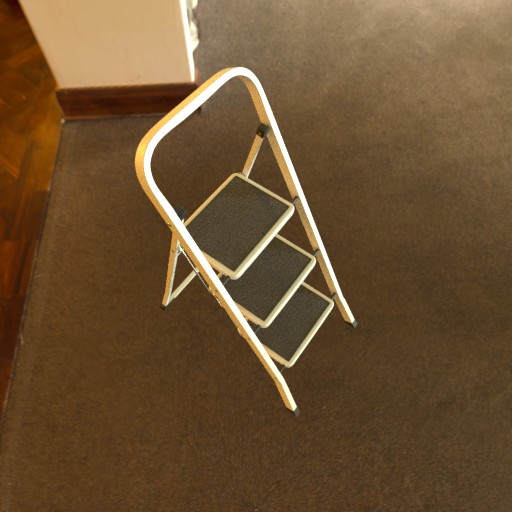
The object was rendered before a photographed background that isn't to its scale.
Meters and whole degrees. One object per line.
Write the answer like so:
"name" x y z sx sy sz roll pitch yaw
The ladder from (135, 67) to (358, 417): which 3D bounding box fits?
"ladder" 0.000 0.000 1.401 0.711 1.050 0.460 32 65 17
